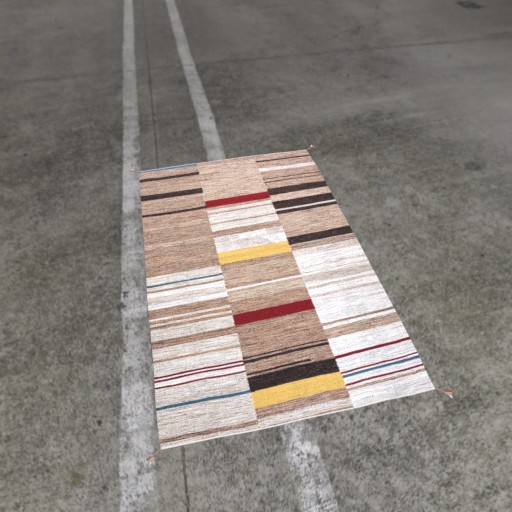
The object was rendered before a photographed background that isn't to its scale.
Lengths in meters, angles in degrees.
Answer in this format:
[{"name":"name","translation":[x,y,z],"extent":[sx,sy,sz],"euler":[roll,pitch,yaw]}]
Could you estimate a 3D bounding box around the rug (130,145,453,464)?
[{"name":"rug","translation":[0.000,0.000,2.366],"extent":[1.268,0.007,1.918],"euler":[-9,47,-9]}]
